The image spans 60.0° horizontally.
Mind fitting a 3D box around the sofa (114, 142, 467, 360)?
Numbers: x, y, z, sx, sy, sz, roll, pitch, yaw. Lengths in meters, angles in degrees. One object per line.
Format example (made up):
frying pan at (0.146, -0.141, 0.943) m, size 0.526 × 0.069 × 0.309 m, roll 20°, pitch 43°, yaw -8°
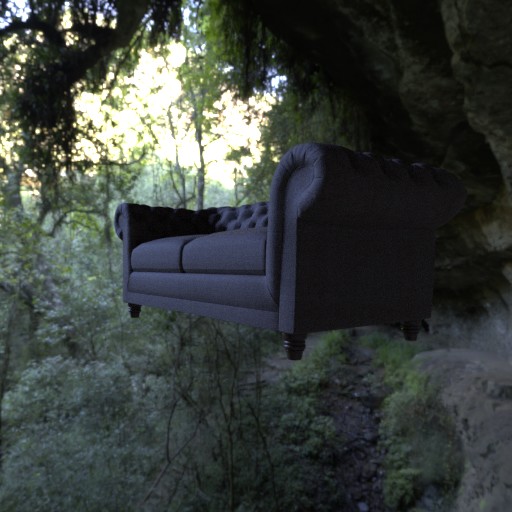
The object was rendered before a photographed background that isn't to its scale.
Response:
sofa at (0.000, 0.000, 2.472) m, size 0.944 × 0.780 × 2.048 m, roll 1°, pitch -1°, yaw -36°
